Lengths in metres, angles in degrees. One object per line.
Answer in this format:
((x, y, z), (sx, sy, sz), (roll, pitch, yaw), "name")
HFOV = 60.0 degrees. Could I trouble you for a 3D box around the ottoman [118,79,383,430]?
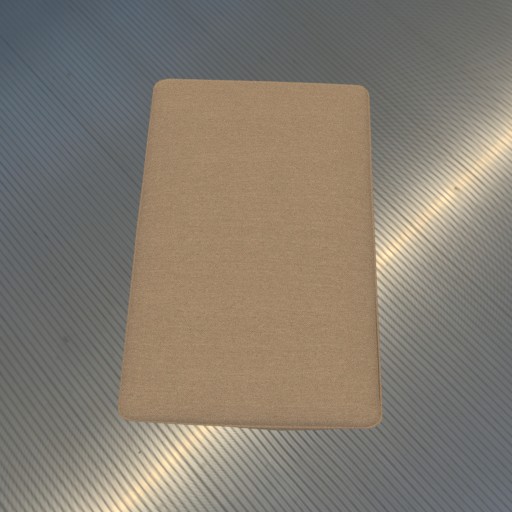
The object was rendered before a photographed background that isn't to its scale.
((0.000, 0.000, 1.331), (0.636, 0.521, 0.945), (2, 75, 0), "ottoman")
